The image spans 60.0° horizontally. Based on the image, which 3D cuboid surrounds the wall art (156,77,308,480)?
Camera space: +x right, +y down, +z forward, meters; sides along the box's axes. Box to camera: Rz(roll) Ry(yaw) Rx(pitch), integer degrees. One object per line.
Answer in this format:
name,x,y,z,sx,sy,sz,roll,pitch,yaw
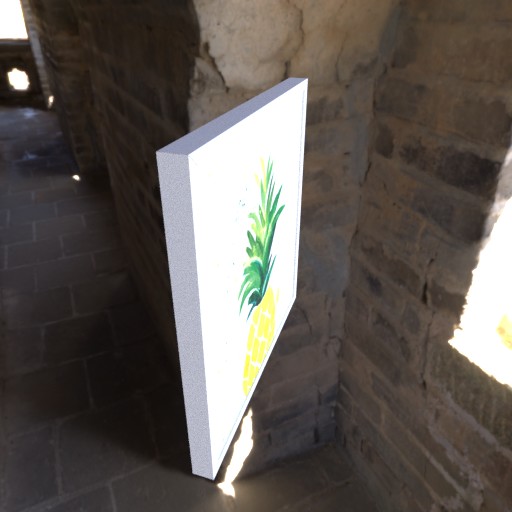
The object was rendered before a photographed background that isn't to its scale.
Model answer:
wall art,0.000,0.000,0.765,0.035,0.507,0.508,10,31,16
